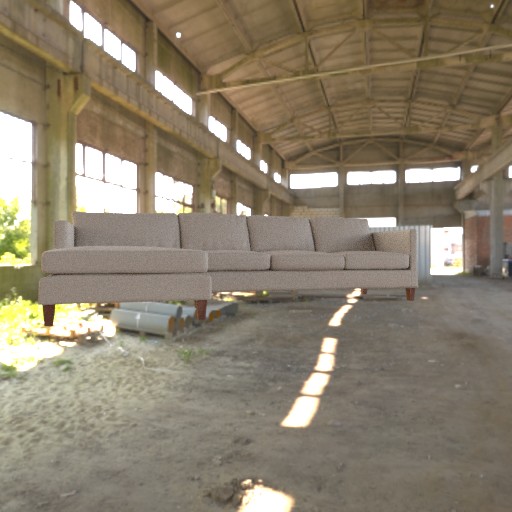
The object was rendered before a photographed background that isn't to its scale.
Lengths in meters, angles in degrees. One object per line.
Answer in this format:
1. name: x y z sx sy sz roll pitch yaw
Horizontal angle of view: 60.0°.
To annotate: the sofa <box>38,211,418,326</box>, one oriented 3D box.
1. sofa: 0.000 0.000 3.824 3.186 0.846 1.625 0 0 -18
